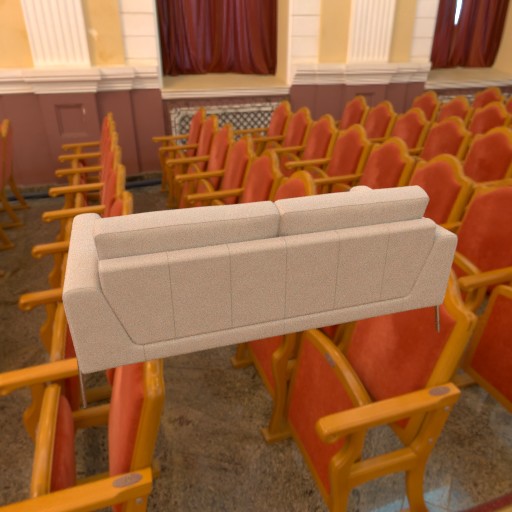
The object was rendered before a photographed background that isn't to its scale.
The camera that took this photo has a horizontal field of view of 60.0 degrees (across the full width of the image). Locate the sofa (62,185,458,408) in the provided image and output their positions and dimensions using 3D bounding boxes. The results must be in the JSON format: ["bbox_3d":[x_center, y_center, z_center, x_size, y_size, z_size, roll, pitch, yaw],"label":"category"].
[{"bbox_3d":[0.000,0.000,2.584,2.017,0.875,0.953,-8,27,-16],"label":"sofa"}]
